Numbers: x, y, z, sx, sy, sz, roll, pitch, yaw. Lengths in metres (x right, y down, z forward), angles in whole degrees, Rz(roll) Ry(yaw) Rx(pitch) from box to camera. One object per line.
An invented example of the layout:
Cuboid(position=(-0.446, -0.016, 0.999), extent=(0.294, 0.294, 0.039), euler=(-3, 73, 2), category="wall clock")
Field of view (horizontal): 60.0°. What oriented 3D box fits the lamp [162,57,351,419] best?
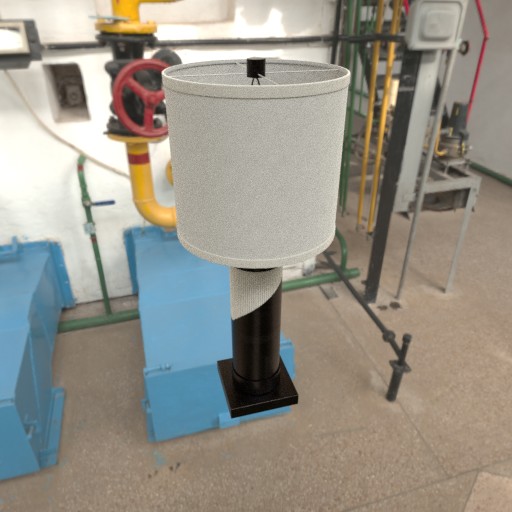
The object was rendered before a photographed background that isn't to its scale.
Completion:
Cuboid(position=(0.000, 0.000, 0.622), extent=(0.211, 0.509, 0.211), euler=(-8, 31, -13), category="lamp")
